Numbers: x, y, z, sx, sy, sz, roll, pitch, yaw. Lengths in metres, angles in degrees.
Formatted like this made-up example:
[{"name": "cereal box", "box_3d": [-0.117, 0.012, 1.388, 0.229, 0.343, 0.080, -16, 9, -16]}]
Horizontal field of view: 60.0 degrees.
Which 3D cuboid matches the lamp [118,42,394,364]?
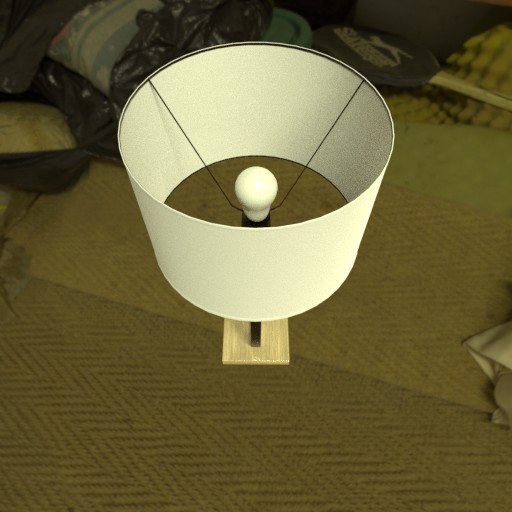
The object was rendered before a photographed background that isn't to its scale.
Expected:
[{"name": "lamp", "box_3d": [0.000, 0.000, 0.665, 0.279, 0.508, 0.279, 0, 57, 0]}]
